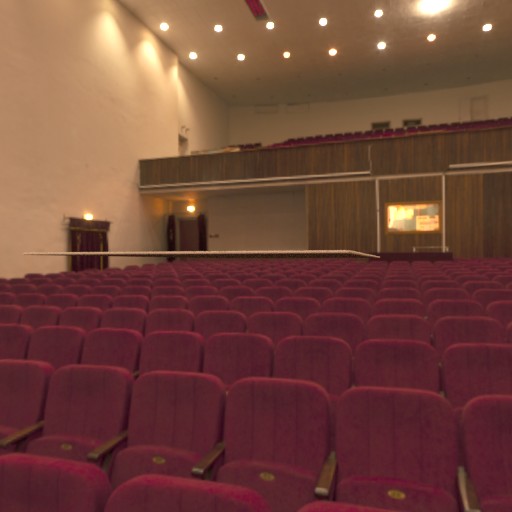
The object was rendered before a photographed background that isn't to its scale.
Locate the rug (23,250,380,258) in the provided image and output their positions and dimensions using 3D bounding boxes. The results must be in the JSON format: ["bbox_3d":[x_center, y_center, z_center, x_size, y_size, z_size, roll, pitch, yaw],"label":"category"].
[{"bbox_3d":[0.000,0.000,3.007,1.517,0.011,2.435,0,-1,18],"label":"rug"}]
